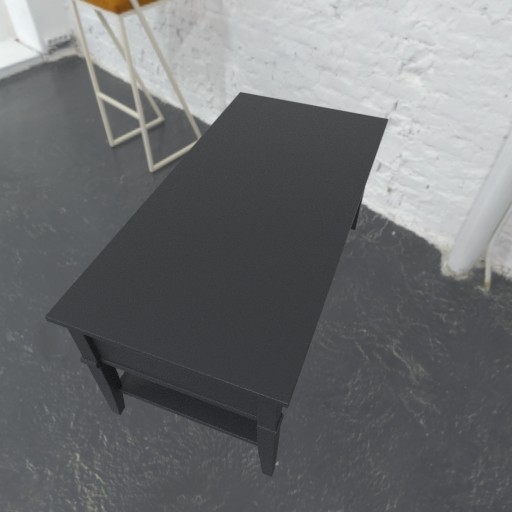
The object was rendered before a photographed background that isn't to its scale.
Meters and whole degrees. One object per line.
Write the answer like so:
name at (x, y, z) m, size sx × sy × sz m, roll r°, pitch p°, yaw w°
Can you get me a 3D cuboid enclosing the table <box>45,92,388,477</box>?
table at (0.000, 0.000, 1.343) m, size 0.523 × 0.470 × 1.044 m, roll 16°, pitch 48°, yaw 14°
